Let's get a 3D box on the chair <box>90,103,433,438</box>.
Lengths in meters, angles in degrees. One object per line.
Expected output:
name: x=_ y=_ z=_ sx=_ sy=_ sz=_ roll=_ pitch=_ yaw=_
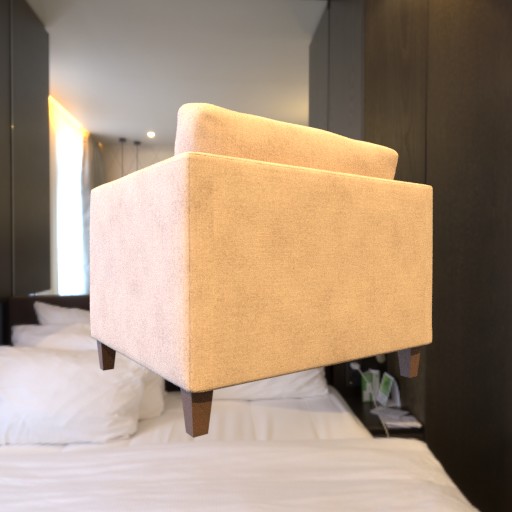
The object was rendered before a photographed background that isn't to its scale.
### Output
chair: x=0.000 y=0.000 z=1.844 sx=1.133 sy=0.961 sz=0.959 roll=-1 pitch=1 yaw=-36
